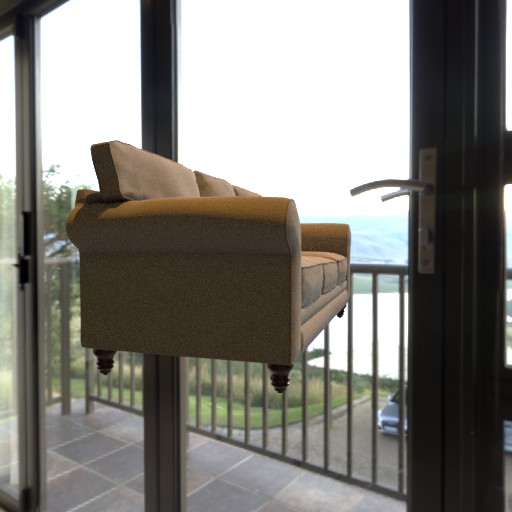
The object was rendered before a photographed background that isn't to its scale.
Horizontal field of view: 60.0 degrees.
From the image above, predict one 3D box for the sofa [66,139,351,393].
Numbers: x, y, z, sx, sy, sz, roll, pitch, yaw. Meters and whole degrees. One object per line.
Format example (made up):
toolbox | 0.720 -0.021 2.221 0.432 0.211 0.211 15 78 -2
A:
sofa | 0.000 0.000 2.571 0.916 0.961 2.084 0 1 18
